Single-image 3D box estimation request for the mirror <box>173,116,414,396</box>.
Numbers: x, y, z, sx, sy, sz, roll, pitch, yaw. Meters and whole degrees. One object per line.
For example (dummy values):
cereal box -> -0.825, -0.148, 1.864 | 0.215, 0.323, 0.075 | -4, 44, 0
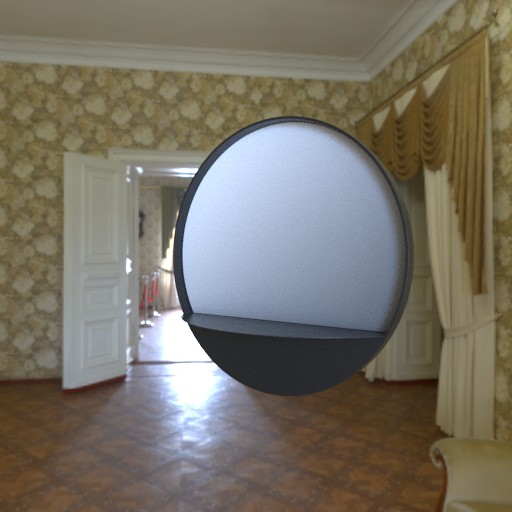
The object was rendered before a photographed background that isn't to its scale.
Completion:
mirror -> 0.000, 0.000, 0.705 | 0.457, 0.457, 0.133 | 0, 0, 36
